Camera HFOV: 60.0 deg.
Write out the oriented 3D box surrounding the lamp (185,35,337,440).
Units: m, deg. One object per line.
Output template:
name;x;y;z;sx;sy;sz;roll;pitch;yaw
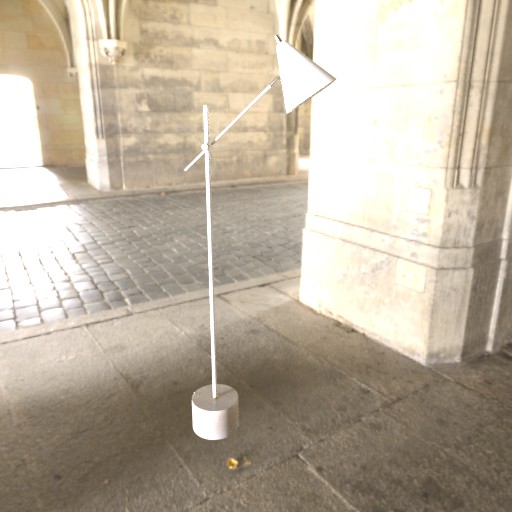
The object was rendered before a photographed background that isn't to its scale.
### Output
lamp;0.000;0.000;1.578;0.508;1.430;0.223;3;17;10
